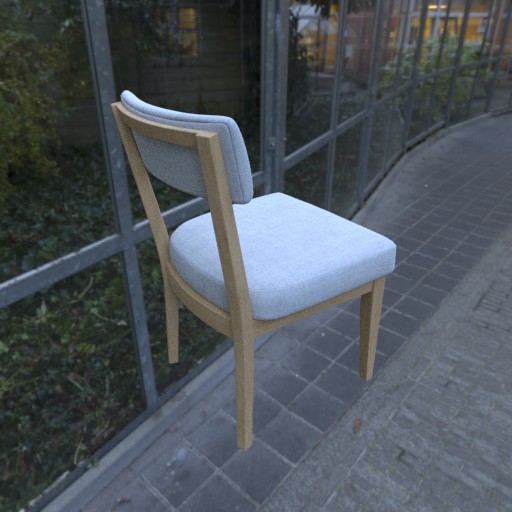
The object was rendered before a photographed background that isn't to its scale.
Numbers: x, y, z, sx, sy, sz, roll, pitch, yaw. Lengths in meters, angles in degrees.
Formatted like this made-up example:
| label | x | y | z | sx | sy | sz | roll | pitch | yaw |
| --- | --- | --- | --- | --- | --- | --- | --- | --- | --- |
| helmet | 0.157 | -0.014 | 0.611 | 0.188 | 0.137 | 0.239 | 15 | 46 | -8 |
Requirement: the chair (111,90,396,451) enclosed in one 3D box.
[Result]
| label | x | y | z | sx | sy | sz | roll | pitch | yaw |
| --- | --- | --- | --- | --- | --- | --- | --- | --- | --- |
| chair | 0.000 | 0.000 | 1.198 | 0.572 | 0.832 | 0.508 | -18 | 32 | -31 |
